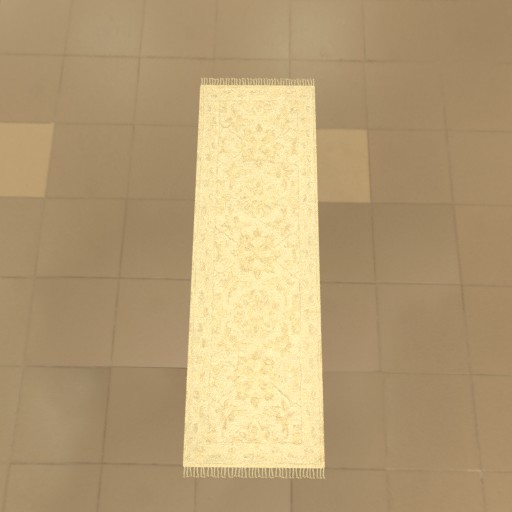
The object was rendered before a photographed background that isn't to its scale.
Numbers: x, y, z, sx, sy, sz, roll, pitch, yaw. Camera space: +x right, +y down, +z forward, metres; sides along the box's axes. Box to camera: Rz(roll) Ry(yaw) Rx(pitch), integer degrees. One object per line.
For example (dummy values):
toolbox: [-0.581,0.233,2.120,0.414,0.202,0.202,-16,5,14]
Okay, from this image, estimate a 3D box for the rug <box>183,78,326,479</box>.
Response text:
rug: [0.000,0.000,2.775,0.795,0.015,2.544,1,76,0]
